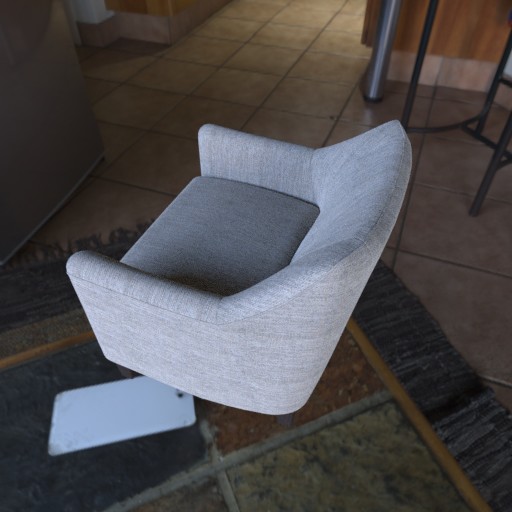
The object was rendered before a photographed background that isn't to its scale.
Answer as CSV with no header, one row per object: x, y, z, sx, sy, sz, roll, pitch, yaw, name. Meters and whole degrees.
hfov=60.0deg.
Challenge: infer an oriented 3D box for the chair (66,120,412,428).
0.000,0.000,1.398,0.758,0.761,0.796,17,48,16,chair
